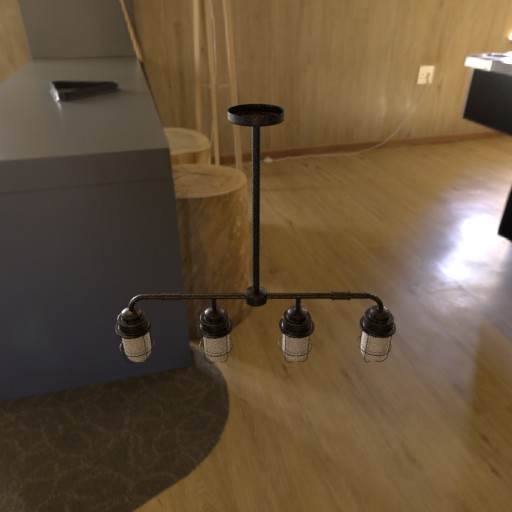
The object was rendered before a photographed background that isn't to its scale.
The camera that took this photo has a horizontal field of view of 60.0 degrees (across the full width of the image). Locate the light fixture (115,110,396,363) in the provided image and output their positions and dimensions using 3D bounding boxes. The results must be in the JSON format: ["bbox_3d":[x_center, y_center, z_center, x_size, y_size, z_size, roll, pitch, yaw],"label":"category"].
[{"bbox_3d":[0.000,0.000,1.223,0.852,0.785,0.131,0,31,0],"label":"light fixture"}]
